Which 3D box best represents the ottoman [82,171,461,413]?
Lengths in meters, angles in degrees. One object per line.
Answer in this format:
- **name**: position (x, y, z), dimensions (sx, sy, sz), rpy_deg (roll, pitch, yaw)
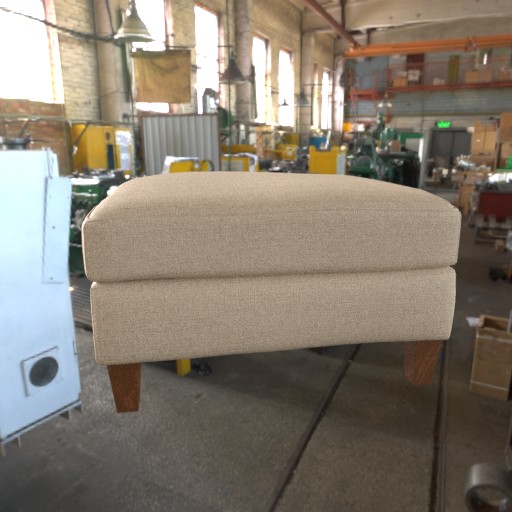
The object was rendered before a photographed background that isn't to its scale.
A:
- **ottoman**: position (0.000, 0.000, 1.354), dimensions (0.838, 0.503, 0.838), rpy_deg (-2, 15, -9)
